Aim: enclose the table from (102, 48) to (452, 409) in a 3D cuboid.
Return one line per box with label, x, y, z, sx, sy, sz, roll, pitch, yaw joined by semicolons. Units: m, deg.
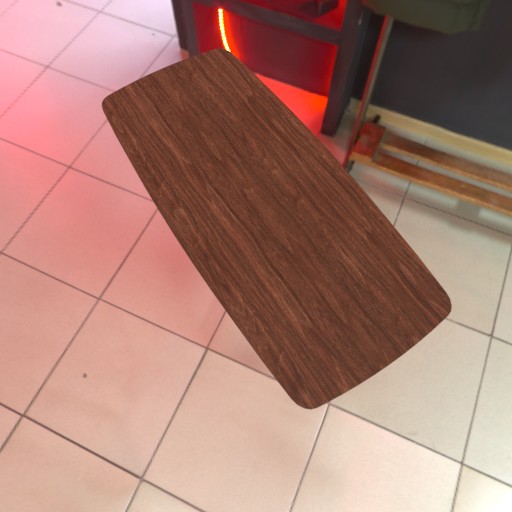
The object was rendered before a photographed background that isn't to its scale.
table;0.000;0.000;1.127;0.361;0.576;0.804;-30;67;-14
